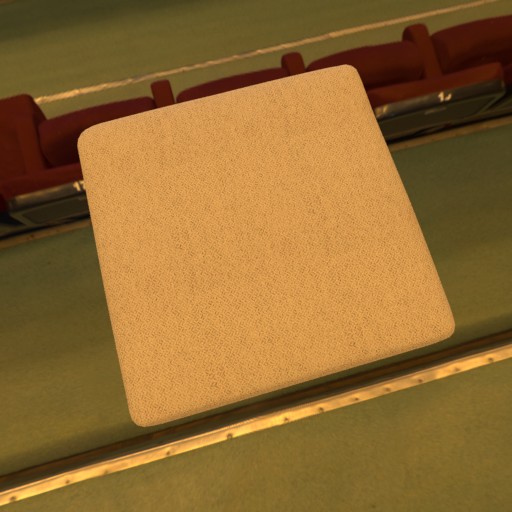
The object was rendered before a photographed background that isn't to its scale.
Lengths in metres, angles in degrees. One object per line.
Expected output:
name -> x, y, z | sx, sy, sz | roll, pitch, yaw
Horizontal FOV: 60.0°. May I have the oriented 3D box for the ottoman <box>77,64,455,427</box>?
ottoman -> 0.000, 0.000, 0.900 | 0.521, 0.453, 0.512 | -15, 76, -4
